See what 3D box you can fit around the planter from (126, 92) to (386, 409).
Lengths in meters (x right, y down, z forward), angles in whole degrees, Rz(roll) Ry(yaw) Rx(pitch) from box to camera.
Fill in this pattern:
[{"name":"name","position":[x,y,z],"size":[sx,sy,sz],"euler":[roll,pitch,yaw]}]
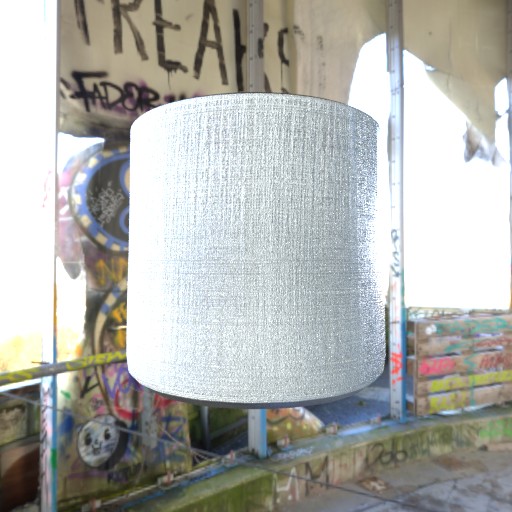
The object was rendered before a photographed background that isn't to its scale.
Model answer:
[{"name":"planter","position":[0.000,0.000,0.287],"size":[0.160,0.156,0.160],"euler":[0,-1,0]}]
